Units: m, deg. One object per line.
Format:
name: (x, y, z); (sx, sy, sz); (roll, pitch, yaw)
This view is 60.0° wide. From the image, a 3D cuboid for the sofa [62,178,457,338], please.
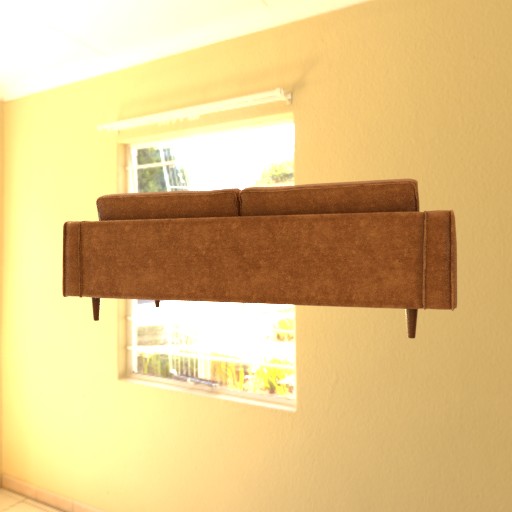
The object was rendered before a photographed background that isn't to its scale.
sofa: (0.000, 0.000, 2.725); (2.199, 0.779, 0.886); (0, 0, 18)
